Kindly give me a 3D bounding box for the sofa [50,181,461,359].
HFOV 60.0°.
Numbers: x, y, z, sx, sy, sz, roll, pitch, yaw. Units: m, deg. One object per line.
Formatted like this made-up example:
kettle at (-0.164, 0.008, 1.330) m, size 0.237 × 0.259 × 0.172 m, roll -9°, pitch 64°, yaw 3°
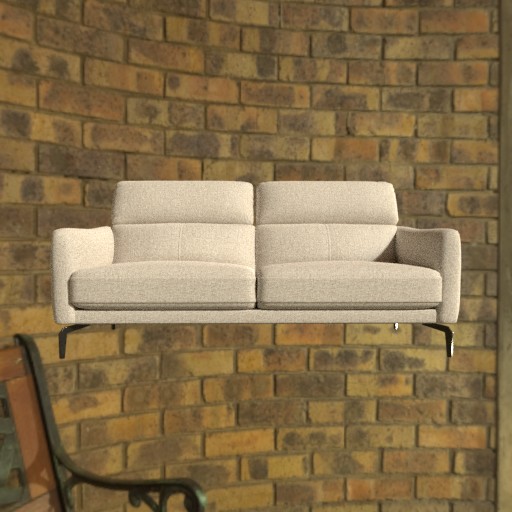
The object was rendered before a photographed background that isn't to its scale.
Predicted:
sofa at (0.000, 0.000, 2.484) m, size 2.015 × 0.956 × 0.856 m, roll 0°, pitch 0°, yaw -1°
